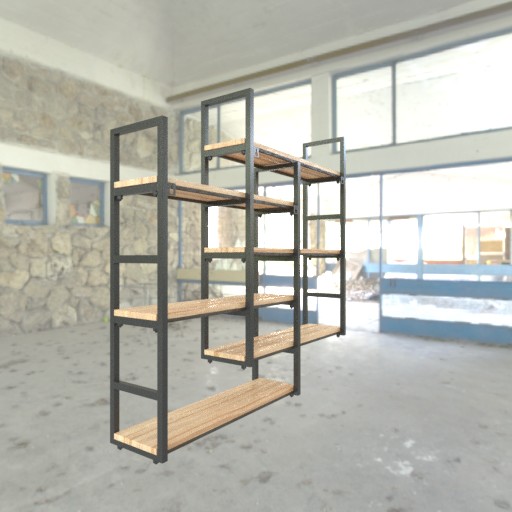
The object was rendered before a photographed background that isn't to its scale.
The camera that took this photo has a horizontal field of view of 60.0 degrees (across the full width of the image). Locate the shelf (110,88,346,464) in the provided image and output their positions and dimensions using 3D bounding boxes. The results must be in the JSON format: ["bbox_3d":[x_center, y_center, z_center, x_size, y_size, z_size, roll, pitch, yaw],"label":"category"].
[{"bbox_3d":[0.000,0.000,1.391,0.183,0.921,0.946,0,0,36],"label":"shelf"}]
